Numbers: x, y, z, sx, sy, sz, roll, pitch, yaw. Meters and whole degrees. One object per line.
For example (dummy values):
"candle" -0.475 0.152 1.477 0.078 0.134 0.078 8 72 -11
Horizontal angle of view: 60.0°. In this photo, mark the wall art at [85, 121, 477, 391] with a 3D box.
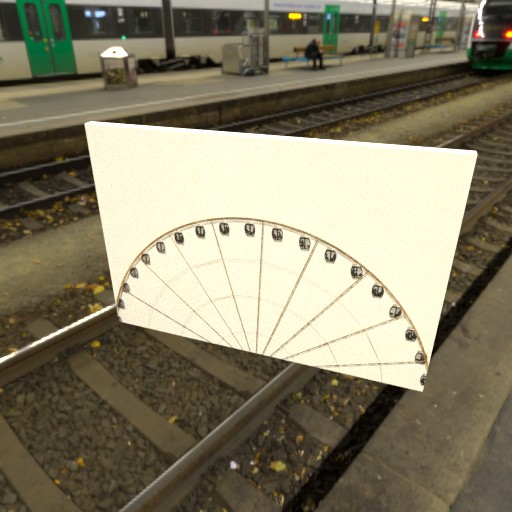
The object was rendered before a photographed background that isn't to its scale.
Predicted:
"wall art" 0.000 0.000 1.428 1.144 0.767 0.038 9 29 17
